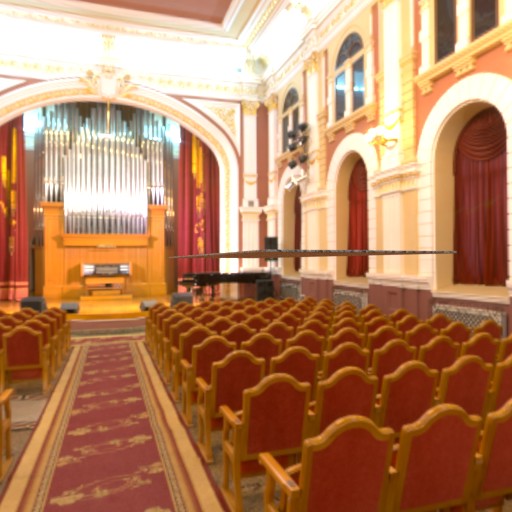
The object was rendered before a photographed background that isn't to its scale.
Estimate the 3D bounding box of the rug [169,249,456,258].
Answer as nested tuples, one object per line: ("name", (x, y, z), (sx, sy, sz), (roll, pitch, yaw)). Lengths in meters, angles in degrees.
("rug", (0.000, 0.000, 2.445), (0.686, 0.008, 2.286), (0, -1, -18))
